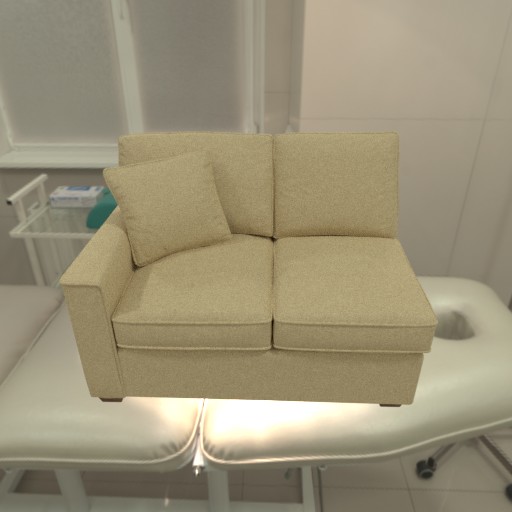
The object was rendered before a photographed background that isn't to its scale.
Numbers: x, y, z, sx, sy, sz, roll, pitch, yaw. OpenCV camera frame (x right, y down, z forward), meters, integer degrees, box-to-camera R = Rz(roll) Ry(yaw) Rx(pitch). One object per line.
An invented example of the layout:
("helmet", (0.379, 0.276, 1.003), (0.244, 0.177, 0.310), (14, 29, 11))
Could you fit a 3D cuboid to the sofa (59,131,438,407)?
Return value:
("sofa", (0.000, 0.000, 2.040), (1.388, 0.989, 0.991), (1, 29, 1))
